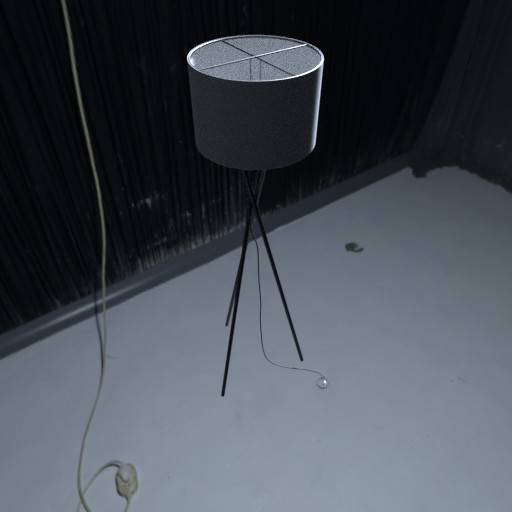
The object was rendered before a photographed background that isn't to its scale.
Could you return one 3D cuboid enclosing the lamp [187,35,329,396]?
[{"bbox_3d":[0.000,0.000,1.913,0.522,1.624,0.667,-25,48,-25],"label":"lamp"}]
